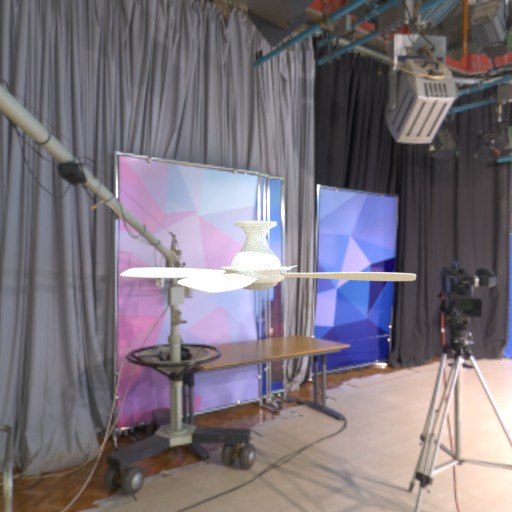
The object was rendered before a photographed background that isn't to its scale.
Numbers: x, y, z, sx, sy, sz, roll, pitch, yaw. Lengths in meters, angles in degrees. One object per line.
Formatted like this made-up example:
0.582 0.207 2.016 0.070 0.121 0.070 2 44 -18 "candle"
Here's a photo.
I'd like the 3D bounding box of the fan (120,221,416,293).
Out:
0.000 0.000 2.489 1.694 0.382 1.693 0 1 17 "fan"
